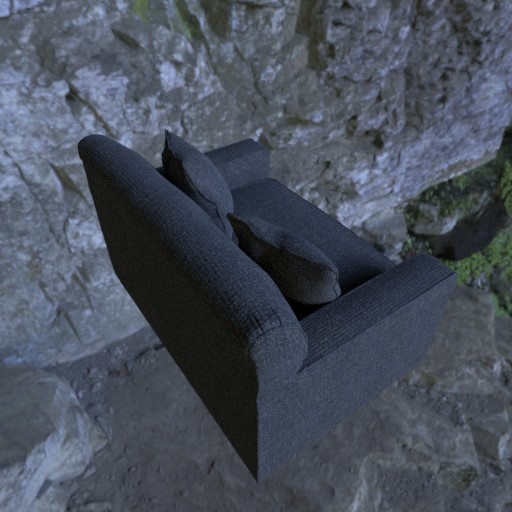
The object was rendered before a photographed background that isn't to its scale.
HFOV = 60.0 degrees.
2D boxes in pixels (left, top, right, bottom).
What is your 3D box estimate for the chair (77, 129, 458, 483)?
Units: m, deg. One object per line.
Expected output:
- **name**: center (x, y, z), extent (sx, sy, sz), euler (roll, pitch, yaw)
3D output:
- **chair**: center (0.000, 0.000, 1.999), extent (1.000, 0.948, 1.383), euler (-25, 47, -26)
